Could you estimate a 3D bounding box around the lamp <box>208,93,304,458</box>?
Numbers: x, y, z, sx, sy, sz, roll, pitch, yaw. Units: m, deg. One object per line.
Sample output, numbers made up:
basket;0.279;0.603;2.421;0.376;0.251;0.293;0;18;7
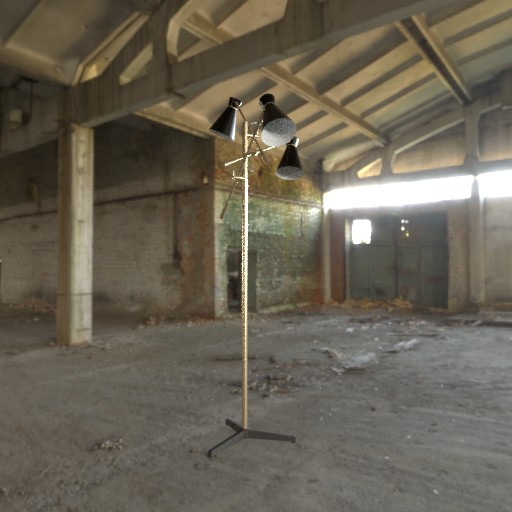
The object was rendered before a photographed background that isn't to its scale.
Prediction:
lamp;0.000;0.000;2.247;0.750;1.804;0.653;-1;-2;37
